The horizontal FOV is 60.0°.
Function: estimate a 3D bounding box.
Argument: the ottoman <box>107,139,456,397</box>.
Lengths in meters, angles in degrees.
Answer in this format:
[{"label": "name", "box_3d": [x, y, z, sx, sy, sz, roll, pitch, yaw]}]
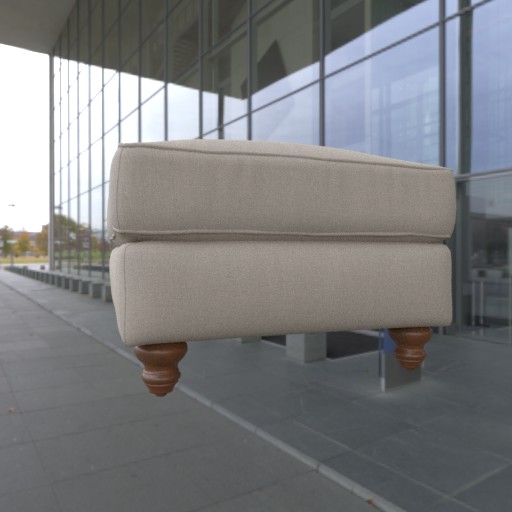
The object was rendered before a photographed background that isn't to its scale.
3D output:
[{"label": "ottoman", "box_3d": [0.000, 0.000, 1.125, 0.716, 0.505, 0.662, 0, 0, -19]}]
